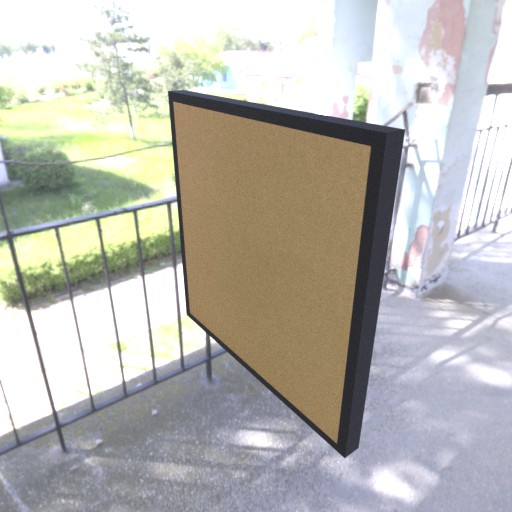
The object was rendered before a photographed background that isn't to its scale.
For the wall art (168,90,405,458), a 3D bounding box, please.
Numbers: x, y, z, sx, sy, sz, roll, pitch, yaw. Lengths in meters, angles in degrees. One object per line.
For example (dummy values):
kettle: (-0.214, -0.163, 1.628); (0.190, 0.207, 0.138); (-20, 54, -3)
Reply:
wall art: (0.000, 0.000, 0.781); (0.033, 0.507, 0.508); (-19, 32, -33)
